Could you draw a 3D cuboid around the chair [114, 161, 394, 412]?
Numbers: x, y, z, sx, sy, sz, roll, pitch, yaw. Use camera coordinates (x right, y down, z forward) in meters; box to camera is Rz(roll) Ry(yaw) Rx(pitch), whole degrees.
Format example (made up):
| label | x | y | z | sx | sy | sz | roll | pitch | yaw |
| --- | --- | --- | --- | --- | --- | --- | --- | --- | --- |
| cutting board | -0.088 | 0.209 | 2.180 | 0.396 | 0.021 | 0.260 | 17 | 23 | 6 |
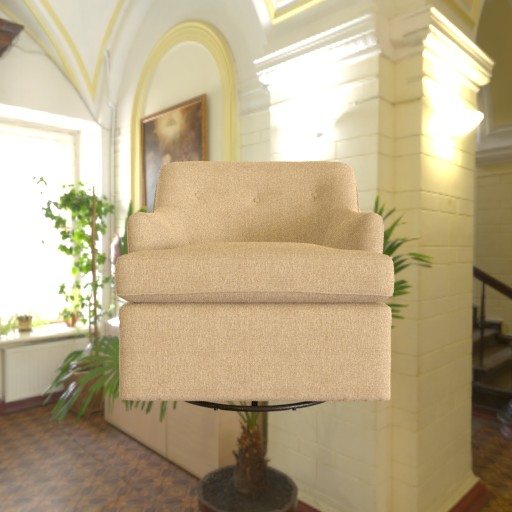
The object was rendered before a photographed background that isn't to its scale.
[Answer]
| label | x | y | z | sx | sy | sz | roll | pitch | yaw |
| --- | --- | --- | --- | --- | --- | --- | --- | --- | --- |
| chair | 0.000 | 0.000 | 1.648 | 0.864 | 0.856 | 0.923 | 0 | 1 | 0 |
